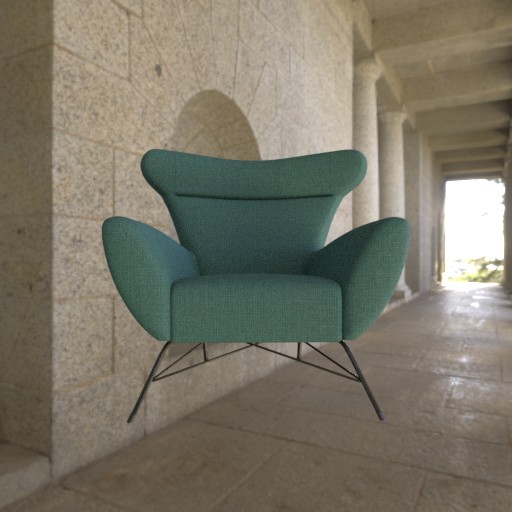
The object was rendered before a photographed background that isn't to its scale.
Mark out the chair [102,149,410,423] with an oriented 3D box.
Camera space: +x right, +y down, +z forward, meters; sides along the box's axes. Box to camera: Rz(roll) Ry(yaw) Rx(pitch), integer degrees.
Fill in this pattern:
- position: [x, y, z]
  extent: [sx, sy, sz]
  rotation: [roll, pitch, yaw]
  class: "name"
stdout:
- position: [0.000, 0.000, 1.757]
  extent: [1.050, 0.980, 0.900]
  rotation: [0, 0, -1]
  class: "chair"
